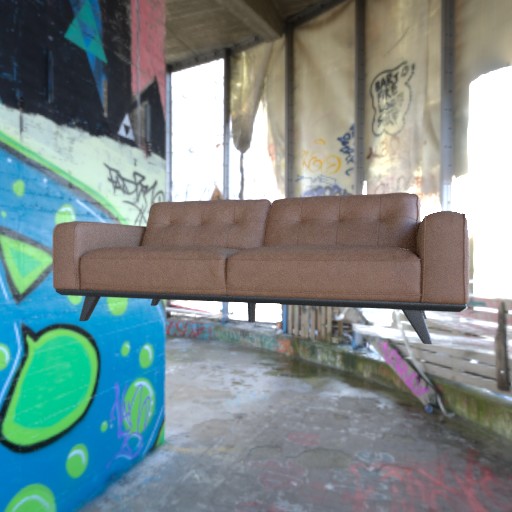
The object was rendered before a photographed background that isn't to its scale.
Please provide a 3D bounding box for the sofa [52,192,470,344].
[{"bbox_3d":[0.000,0.000,2.696,2.270,0.780,0.953,0,1,19],"label":"sofa"}]
